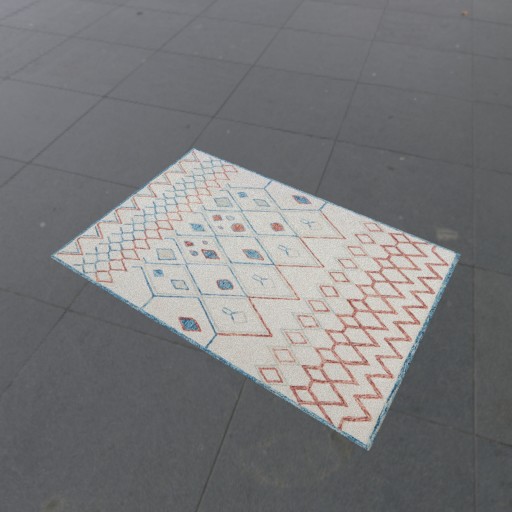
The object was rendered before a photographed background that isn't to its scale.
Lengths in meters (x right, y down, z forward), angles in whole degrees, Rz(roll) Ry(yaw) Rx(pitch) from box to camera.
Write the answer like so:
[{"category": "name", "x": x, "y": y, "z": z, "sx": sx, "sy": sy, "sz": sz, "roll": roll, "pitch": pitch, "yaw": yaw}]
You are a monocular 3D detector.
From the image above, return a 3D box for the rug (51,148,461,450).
[{"category": "rug", "x": 0.000, "y": 0.000, "z": 2.372, "sx": 1.829, "sy": 0.016, "sz": 1.219, "roll": 26, "pitch": 52, "yaw": 22}]
